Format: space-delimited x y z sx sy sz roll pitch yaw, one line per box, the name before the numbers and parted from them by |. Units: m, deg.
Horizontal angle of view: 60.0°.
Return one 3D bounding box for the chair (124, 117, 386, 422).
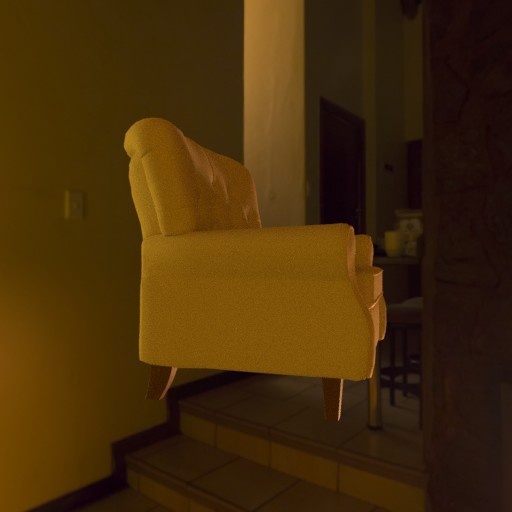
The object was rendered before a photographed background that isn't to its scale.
chair | 0.000 0.000 2.069 1.132 1.169 1.035 0 0 19
